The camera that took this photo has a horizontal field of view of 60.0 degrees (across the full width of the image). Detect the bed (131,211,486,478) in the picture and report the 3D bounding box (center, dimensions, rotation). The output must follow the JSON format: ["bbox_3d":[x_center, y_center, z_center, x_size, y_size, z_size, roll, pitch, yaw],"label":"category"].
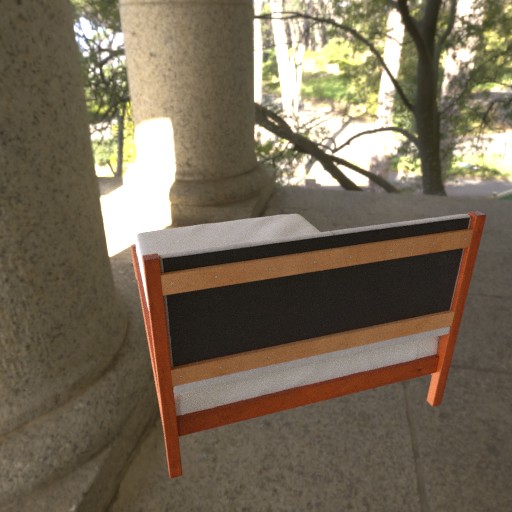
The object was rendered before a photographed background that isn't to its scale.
[{"bbox_3d":[0.000,0.000,2.988,1.566,1.165,2.117,-8,27,-16],"label":"bed"}]
